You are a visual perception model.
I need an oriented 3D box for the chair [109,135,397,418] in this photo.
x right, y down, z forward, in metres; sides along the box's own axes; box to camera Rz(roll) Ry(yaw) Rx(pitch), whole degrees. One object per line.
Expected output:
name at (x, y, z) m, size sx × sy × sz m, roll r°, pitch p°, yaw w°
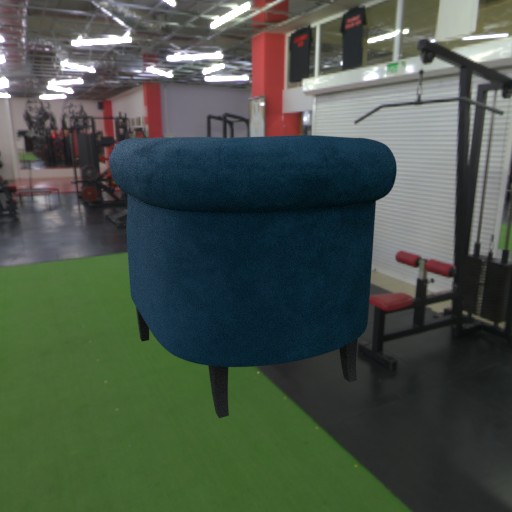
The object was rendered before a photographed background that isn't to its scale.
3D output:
chair at (0.000, 0.000, 1.589) m, size 0.904 × 0.826 × 0.851 m, roll -7°, pitch 16°, yaw -25°
